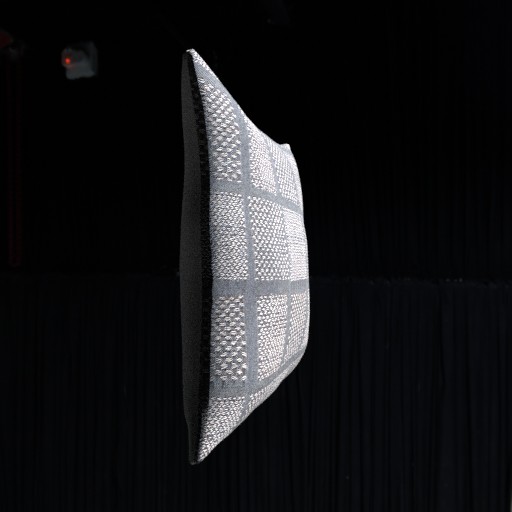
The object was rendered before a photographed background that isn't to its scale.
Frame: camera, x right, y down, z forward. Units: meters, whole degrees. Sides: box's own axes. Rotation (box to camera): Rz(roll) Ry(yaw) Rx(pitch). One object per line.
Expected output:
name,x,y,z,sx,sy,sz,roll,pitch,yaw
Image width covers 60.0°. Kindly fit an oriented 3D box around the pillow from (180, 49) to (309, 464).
pillow,0.000,0.000,0.661,0.138,0.432,0.435,0,0,18
